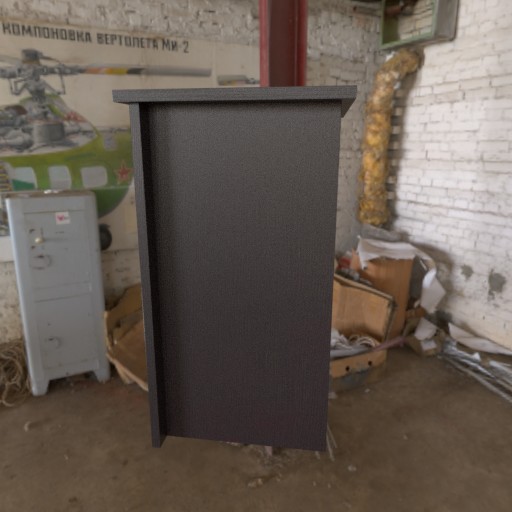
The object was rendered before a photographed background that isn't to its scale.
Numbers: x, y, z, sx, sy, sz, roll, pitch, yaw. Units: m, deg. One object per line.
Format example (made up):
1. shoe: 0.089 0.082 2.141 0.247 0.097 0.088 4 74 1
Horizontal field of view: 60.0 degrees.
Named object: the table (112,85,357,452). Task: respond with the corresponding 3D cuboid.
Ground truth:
1. table: 0.000 0.000 1.086 0.408 0.711 0.589 2 15 9
